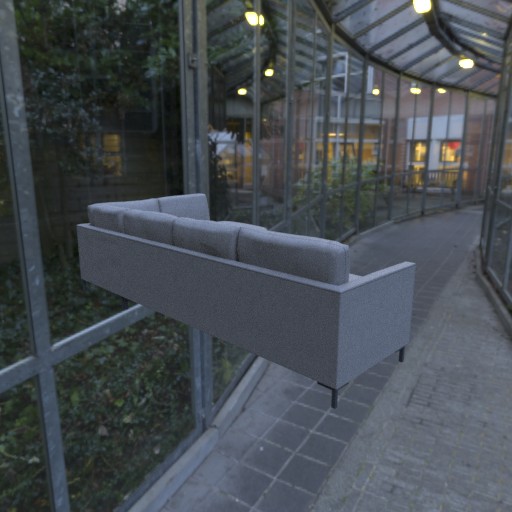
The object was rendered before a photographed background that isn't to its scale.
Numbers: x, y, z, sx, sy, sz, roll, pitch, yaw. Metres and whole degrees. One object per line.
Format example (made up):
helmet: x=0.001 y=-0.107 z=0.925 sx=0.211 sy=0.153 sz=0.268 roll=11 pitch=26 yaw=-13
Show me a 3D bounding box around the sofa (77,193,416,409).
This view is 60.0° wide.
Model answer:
sofa: x=0.000 y=0.000 z=4.322 sx=3.331 sy=0.964 sz=2.077 roll=13 pitch=18 yaw=43
